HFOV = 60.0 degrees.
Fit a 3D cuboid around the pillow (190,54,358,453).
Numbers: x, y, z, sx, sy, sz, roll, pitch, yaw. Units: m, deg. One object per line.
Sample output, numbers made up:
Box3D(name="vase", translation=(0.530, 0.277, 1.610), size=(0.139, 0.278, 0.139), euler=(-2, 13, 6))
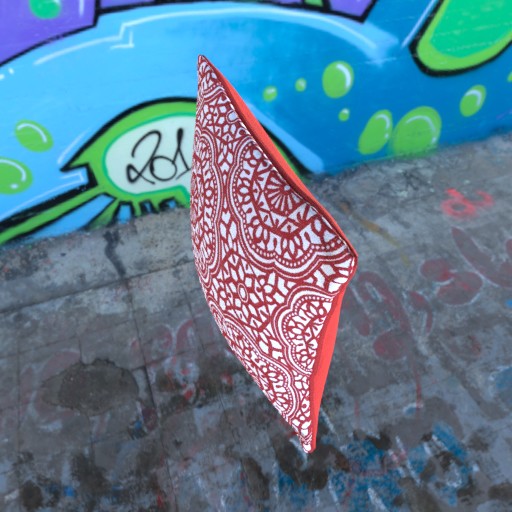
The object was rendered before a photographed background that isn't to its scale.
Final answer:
Box3D(name="pillow", translation=(0.000, 0.000, 0.642), size=(0.162, 0.419, 0.438), euler=(-16, 48, -15))
